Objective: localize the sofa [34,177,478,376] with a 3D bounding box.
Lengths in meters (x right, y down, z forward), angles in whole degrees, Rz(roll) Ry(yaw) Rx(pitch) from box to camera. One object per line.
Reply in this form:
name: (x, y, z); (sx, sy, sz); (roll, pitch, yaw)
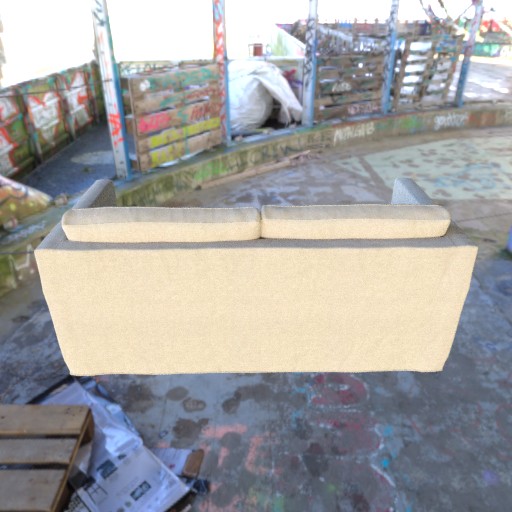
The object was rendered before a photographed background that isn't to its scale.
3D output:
sofa: (0.000, 0.000, 2.449); (1.959, 0.835, 0.962); (0, 29, -1)
